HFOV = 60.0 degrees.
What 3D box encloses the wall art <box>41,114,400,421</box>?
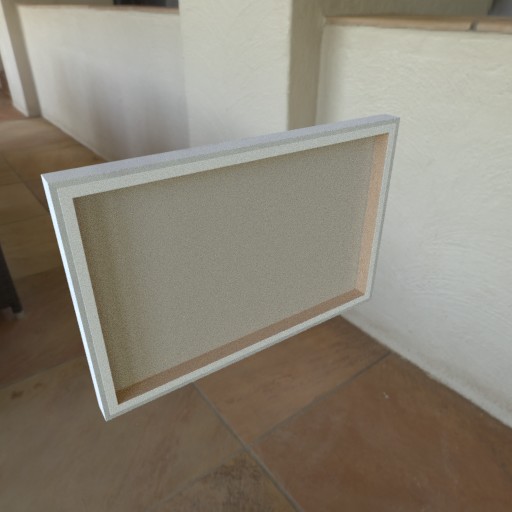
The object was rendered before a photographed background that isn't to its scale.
[{"bbox_3d":[0.000,0.000,0.778,0.609,0.407,0.038,-18,35,-29],"label":"wall art"}]
